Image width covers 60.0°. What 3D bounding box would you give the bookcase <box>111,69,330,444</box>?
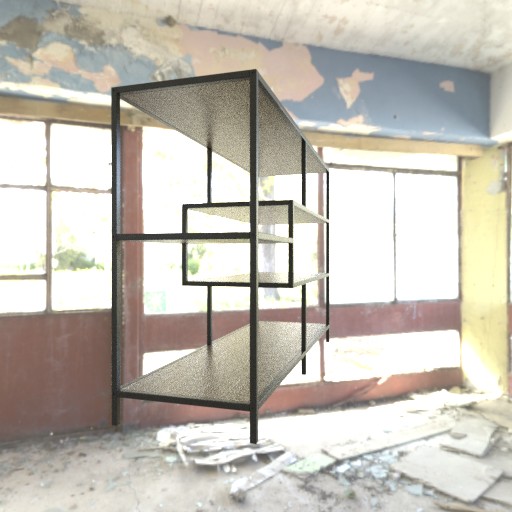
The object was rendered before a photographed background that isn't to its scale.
[{"bbox_3d":[0.000,0.000,1.515,0.350,0.780,1.140,0,0,17],"label":"bookcase"}]
